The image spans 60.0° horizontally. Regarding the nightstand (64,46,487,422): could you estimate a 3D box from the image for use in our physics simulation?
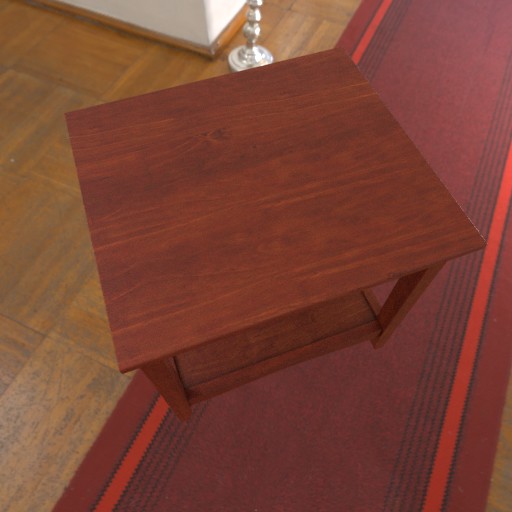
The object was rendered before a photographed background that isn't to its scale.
[{"bbox_3d":[0.000,0.000,0.975,0.558,0.558,0.501,-18,62,-10],"label":"nightstand"}]
